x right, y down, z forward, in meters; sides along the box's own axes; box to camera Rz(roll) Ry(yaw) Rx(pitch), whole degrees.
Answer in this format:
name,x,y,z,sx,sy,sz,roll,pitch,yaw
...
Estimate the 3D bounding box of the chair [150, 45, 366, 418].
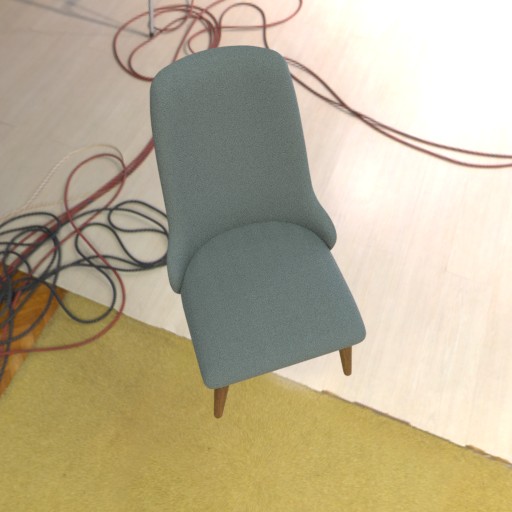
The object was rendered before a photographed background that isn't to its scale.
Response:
name,x,y,z,sx,sy,sz,roll,pitch,yaw
chair,0.000,0.000,1.331,0.535,0.918,0.707,-15,64,-7
